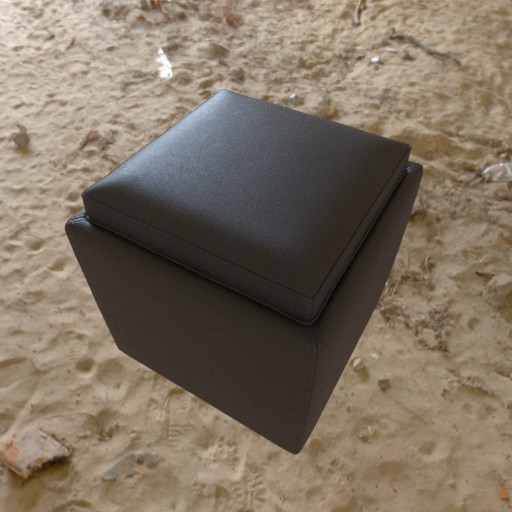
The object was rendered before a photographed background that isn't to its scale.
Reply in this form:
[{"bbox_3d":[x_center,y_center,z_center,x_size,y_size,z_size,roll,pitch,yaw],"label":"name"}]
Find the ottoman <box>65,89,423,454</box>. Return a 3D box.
[{"bbox_3d":[0.000,0.000,0.842,0.451,0.460,0.450,24,52,20],"label":"ottoman"}]
